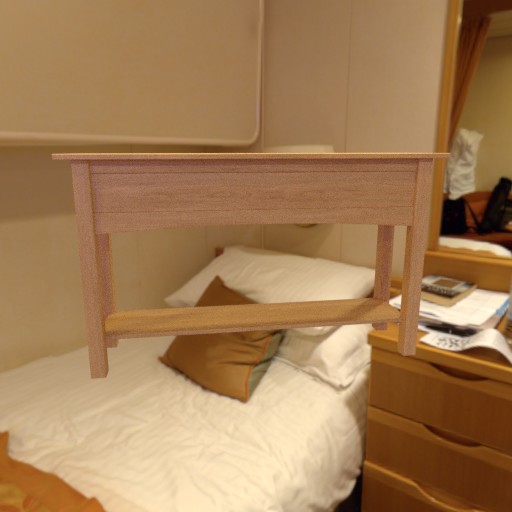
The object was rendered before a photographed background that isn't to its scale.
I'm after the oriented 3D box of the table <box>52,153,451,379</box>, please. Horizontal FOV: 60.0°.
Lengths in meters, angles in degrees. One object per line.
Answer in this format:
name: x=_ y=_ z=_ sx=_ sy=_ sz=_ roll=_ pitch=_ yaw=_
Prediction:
table: x=0.000 y=0.000 z=1.614 sx=1.240 sy=0.730 sz=0.350 roll=-2 pitch=13 yaw=-9
